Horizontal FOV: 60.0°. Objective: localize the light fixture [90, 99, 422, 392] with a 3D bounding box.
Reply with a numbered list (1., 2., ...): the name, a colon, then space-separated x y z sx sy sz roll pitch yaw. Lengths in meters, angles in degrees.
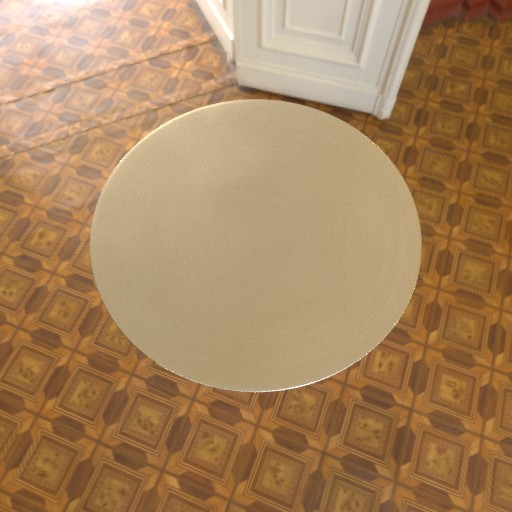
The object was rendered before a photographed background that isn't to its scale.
1. light fixture: 0.000 0.000 0.438 0.280 0.135 0.280 0 64 0
